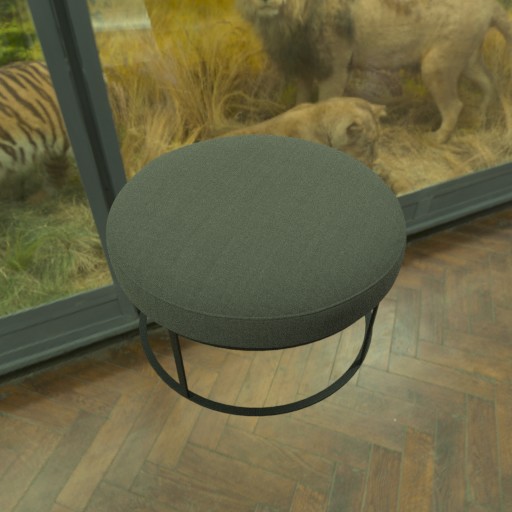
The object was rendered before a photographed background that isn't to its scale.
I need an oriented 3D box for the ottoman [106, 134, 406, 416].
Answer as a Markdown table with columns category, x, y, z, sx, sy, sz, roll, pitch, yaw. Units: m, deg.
| category | x | y | z | sx | sy | sz | roll | pitch | yaw |
| --- | --- | --- | --- | --- | --- | --- | --- | --- | --- |
| ottoman | 0.000 | 0.000 | 1.263 | 0.772 | 0.460 | 0.772 | 0 | 42 | 0 |
